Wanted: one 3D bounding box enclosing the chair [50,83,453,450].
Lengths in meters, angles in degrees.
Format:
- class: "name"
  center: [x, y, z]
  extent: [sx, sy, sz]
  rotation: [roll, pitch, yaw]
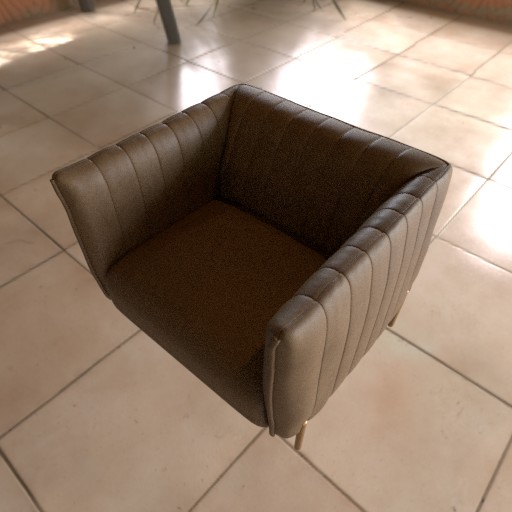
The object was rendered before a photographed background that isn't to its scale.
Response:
- class: "chair"
  center: [0.000, 0.000, 1.611]
  extent: [0.981, 0.779, 0.876]
  rotation: [32, 53, 27]
